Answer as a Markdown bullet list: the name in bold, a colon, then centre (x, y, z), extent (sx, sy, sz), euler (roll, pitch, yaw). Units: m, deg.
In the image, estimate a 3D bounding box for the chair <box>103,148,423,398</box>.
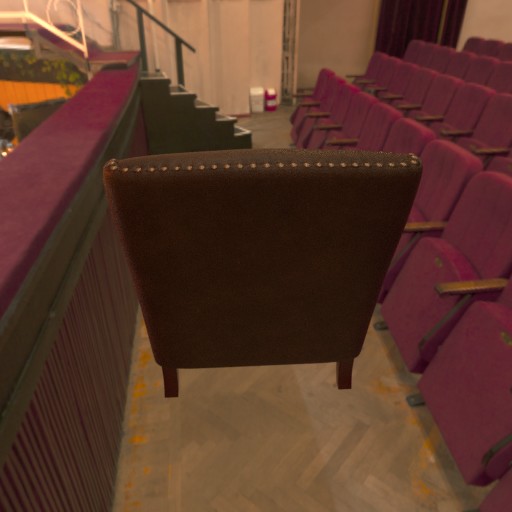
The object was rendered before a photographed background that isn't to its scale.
- **chair**: centre (0.000, 0.000, 1.325), extent (0.639, 0.813, 0.704), euler (-2, 30, -3)
